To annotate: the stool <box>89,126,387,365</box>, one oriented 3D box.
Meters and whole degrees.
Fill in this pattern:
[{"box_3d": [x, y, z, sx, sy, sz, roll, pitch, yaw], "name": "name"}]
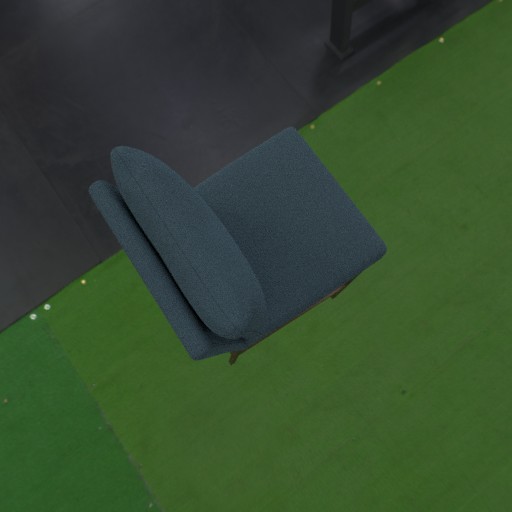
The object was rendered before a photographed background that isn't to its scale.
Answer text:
[{"box_3d": [0.000, 0.000, 1.381, 0.568, 1.124, 0.463, -33, 78, -8], "name": "stool"}]
